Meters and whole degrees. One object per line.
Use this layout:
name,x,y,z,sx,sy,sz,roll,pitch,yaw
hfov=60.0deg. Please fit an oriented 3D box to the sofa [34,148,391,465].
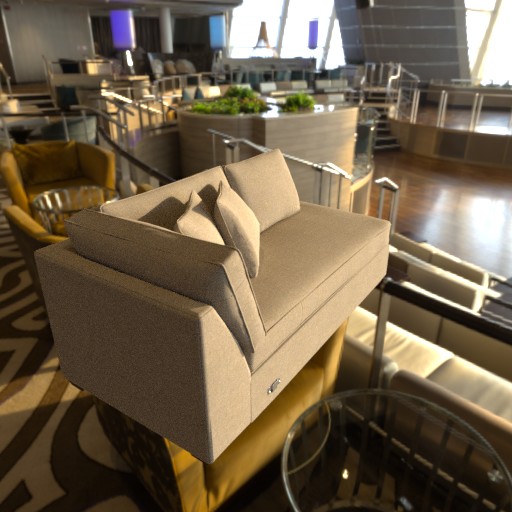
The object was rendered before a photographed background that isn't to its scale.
sofa,0.000,0.000,2.817,1.110,1.019,2.238,16,29,31
